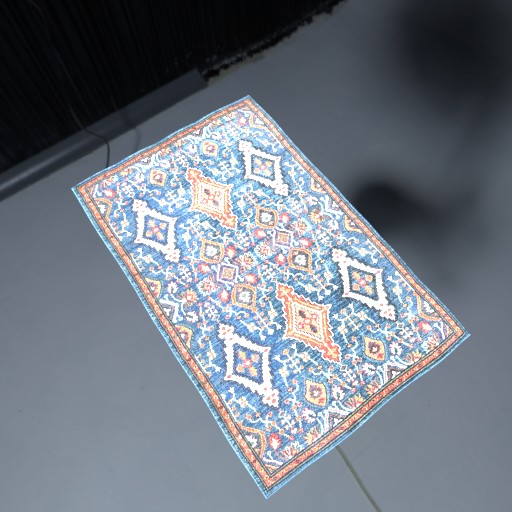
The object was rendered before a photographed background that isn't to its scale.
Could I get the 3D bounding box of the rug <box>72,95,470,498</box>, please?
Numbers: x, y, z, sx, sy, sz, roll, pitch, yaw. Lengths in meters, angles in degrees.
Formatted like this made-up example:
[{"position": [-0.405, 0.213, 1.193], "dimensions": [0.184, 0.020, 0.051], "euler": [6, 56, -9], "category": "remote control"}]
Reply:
[{"position": [0.000, 0.000, 2.259], "dimensions": [1.195, 0.014, 1.847], "euler": [-33, 69, -14], "category": "rug"}]
